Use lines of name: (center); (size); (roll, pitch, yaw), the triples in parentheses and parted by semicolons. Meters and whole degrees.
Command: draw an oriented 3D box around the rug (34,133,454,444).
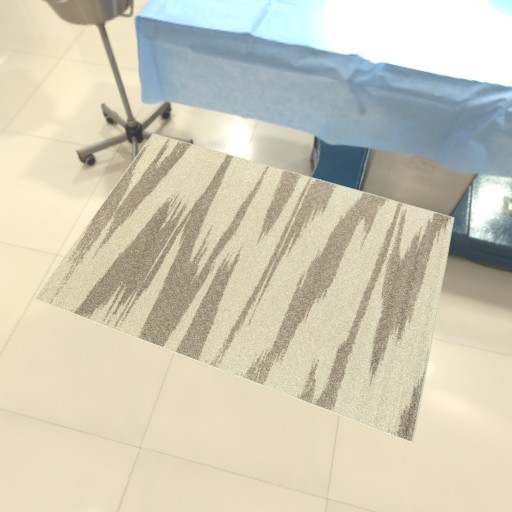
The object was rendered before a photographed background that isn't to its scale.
rug: (0.000, 0.000, 2.262); (1.827, 0.008, 1.225); (18, 60, 11)
